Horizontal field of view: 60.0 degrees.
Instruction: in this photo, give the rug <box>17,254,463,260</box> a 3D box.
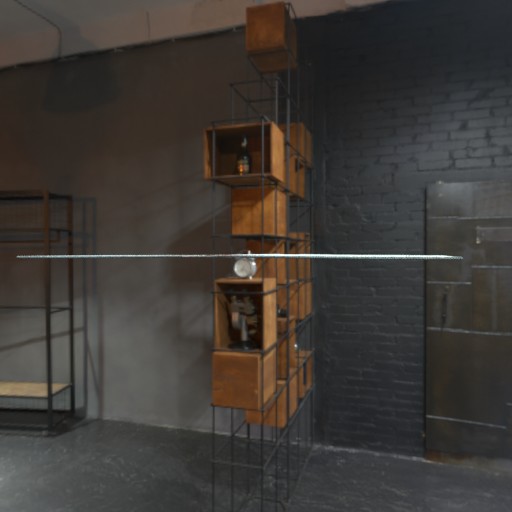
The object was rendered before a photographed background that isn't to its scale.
[{"bbox_3d":[0.000,0.000,2.839,2.260,0.026,1.611,0,0,20],"label":"rug"}]
